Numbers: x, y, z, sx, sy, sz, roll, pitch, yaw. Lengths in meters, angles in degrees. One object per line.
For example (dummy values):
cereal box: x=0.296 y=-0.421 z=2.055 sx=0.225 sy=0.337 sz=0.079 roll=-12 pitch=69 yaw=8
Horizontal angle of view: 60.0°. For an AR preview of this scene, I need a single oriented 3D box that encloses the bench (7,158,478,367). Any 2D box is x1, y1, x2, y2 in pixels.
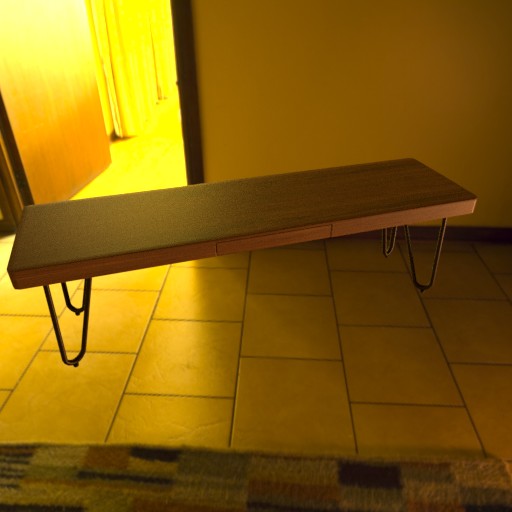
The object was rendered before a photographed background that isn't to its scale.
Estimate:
bench: x=0.000 y=0.000 z=1.700 sx=1.570 sy=0.462 sz=0.425 roll=-10 pitch=35 yaw=-14
